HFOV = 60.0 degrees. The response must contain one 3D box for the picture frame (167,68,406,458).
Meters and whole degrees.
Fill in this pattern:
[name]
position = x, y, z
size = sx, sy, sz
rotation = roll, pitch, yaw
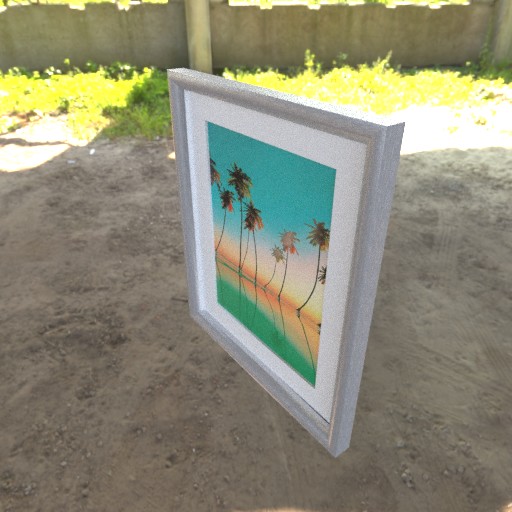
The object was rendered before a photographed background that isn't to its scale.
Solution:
[picture frame]
position = 0.000, 0.000, 0.529
size = 0.027, 0.378, 0.327
rotation = -22, 37, -32
